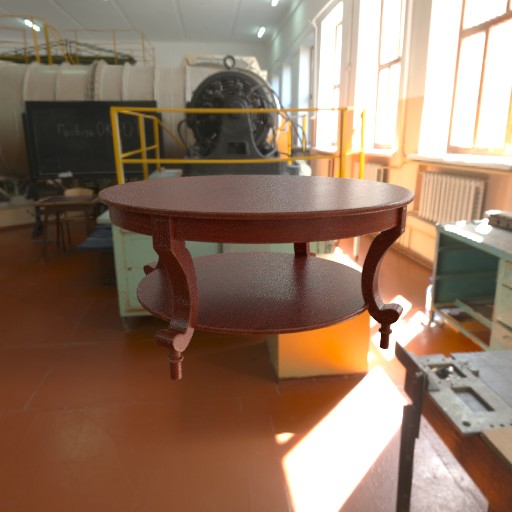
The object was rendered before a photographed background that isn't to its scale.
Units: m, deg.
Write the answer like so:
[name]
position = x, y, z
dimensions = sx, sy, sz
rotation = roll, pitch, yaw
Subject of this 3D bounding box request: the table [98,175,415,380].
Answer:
[table]
position = 0.000, 0.000, 1.580
dimensions = 1.029, 0.486, 1.029
rotation = 0, 15, 0
